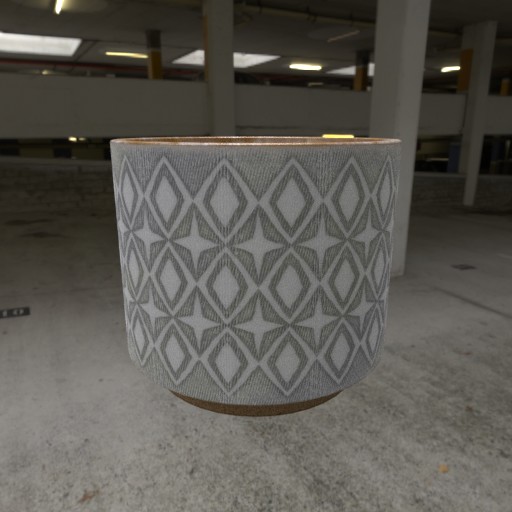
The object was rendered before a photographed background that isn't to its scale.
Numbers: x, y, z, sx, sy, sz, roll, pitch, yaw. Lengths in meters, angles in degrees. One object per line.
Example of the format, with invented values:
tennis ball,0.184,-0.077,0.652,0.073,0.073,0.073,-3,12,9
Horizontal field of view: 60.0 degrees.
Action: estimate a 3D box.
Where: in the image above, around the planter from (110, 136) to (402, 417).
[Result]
planter,0.000,0.000,0.436,0.255,0.223,0.255,0,16,0
